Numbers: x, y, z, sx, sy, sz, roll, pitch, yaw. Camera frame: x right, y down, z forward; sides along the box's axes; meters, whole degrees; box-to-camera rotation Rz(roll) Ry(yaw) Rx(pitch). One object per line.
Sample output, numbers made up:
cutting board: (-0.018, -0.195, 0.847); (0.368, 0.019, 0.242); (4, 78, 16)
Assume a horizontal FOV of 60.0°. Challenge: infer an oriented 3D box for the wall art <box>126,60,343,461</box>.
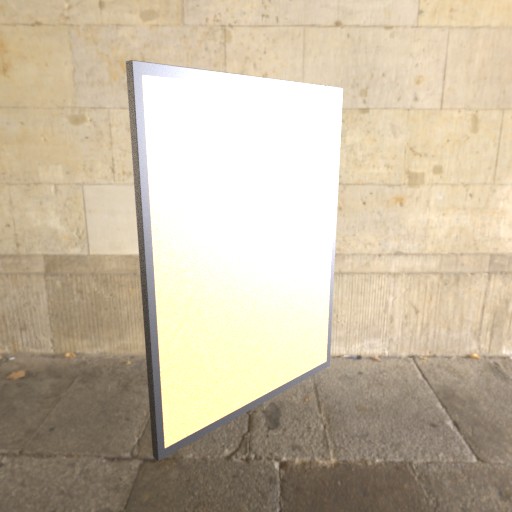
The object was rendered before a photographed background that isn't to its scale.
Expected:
wall art: (0.000, 0.000, 1.363); (0.774, 1.027, 0.030); (-14, 20, -42)
